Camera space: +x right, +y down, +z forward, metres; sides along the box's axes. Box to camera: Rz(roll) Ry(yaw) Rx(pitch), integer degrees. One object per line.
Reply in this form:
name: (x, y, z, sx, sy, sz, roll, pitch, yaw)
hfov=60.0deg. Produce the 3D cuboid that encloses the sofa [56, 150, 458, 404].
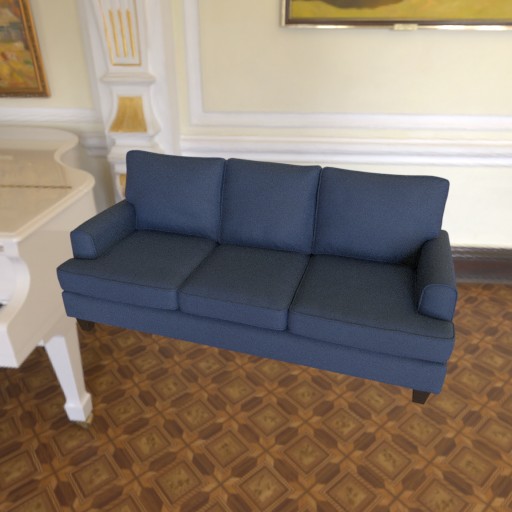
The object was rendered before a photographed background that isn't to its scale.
sofa: (0.000, 0.000, 2.618, 2.158, 0.965, 0.951, 8, 29, 16)
